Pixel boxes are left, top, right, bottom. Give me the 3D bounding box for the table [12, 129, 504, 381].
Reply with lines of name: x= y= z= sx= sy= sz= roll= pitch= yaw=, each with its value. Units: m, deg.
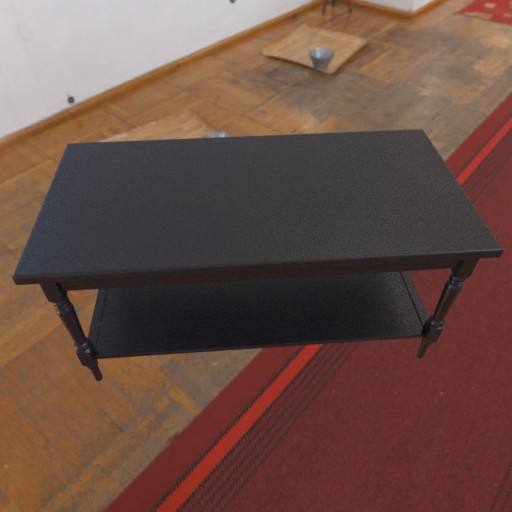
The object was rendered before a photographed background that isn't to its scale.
table: x=0.000 y=0.000 z=1.364 sx=1.107 sy=0.510 sz=0.550 roll=-3 pitch=45 yaw=-3
